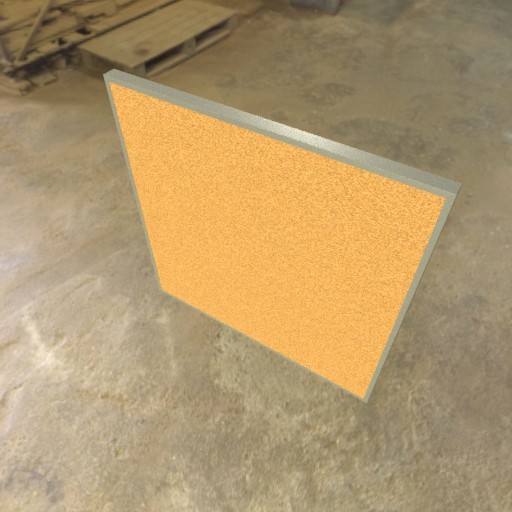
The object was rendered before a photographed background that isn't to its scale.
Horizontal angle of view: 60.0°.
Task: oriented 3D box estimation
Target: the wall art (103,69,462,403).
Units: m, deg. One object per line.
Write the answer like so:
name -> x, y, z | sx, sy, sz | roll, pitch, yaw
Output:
wall art -> 0.000, 0.000, 1.187 | 0.809, 0.807, 0.038 | 25, 52, 21
